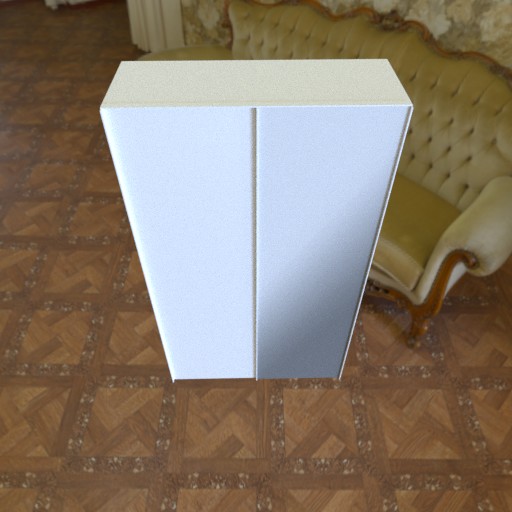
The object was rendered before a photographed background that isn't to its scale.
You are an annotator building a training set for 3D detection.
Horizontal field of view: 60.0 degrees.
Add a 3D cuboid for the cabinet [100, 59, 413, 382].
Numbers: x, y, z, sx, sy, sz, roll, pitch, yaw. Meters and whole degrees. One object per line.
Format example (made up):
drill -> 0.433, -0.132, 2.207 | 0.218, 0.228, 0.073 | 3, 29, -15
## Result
cabinet -> 0.000, 0.000, 2.685 | 1.250, 2.160, 0.480 | -1, 46, -1
